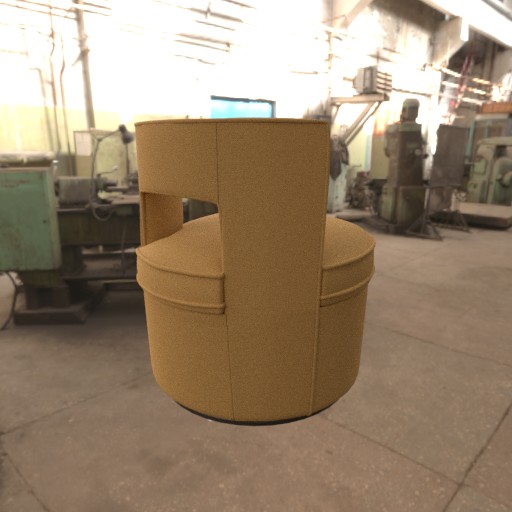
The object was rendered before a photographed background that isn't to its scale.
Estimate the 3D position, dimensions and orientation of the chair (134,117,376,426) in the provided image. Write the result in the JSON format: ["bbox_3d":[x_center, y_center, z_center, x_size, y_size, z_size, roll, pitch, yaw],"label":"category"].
[{"bbox_3d":[0.000,0.000,1.260,0.665,0.723,0.650,-14,20,-43],"label":"chair"}]
